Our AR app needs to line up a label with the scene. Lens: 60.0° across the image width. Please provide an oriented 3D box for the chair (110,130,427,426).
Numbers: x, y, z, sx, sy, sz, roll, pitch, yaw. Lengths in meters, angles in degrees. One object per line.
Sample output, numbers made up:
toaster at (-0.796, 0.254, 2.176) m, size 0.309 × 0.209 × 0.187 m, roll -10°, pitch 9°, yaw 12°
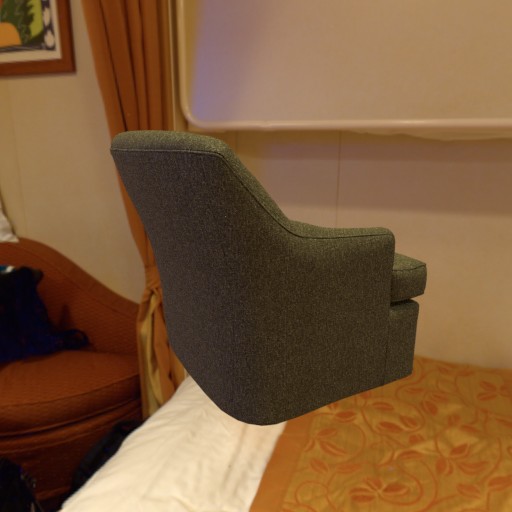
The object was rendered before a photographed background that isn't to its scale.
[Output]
chair at (0.000, 0.000, 1.593) m, size 0.923 × 0.856 × 0.864 m, roll -8°, pitch 16°, yaw -27°
